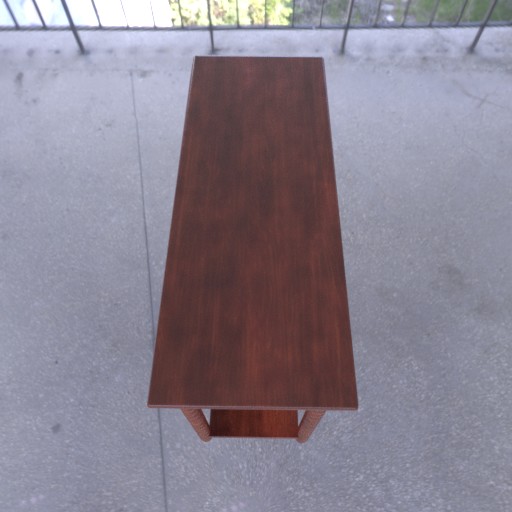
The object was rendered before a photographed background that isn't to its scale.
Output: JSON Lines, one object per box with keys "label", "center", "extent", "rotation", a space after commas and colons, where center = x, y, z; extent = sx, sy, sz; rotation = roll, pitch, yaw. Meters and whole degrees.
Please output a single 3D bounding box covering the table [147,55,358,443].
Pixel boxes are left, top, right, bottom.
{"label": "table", "center": [0.000, 0.000, 1.550], "extent": [0.459, 0.740, 1.184], "rotation": [1, 59, 0]}
